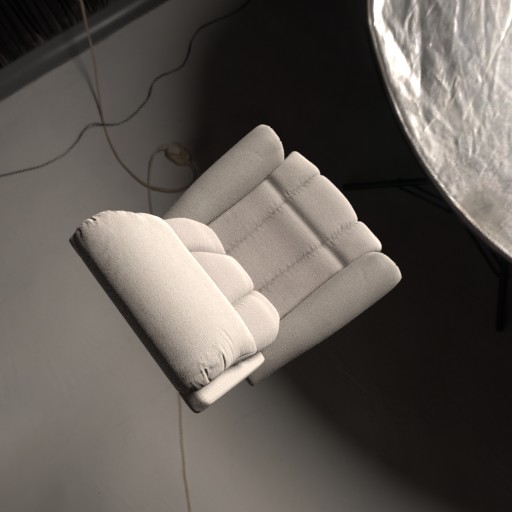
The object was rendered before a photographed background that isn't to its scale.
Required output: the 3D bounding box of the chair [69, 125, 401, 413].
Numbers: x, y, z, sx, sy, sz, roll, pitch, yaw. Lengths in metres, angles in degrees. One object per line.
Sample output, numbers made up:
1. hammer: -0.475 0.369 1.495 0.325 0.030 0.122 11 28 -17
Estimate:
1. chair: 0.000 0.000 1.759 0.979 1.031 0.871 -38 78 -9
